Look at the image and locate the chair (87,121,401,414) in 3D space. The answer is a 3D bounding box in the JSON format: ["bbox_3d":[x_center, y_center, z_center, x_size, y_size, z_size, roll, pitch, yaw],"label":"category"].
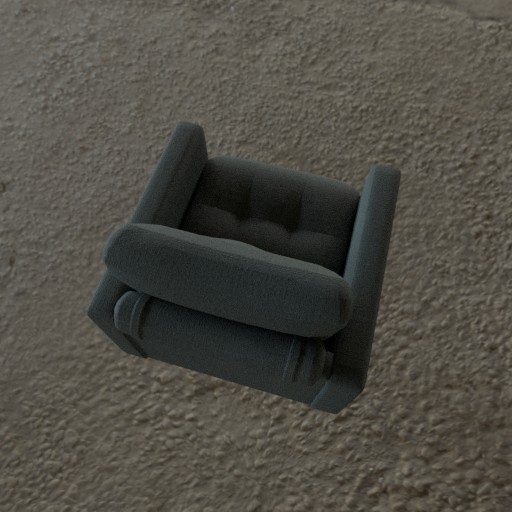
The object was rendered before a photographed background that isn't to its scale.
[{"bbox_3d":[0.000,0.000,1.507,0.821,0.880,0.843,14,64,7],"label":"chair"}]
